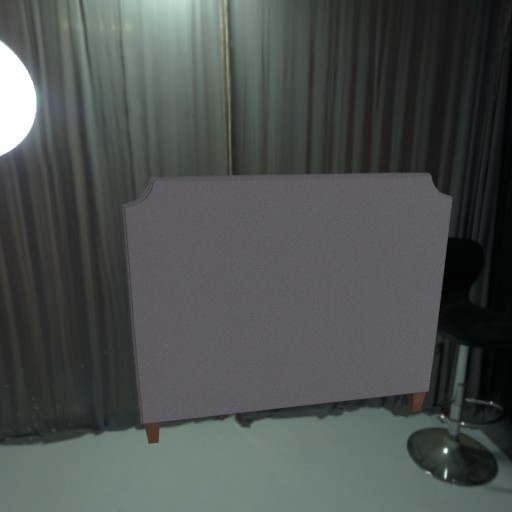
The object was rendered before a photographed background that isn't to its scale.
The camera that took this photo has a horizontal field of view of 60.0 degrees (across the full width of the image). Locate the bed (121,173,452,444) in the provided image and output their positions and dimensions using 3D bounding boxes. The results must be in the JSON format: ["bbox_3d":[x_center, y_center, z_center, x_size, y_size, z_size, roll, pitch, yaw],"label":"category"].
[{"bbox_3d":[0.000,0.000,3.452,1.713,1.443,2.372,-3,16,-10],"label":"bed"}]
